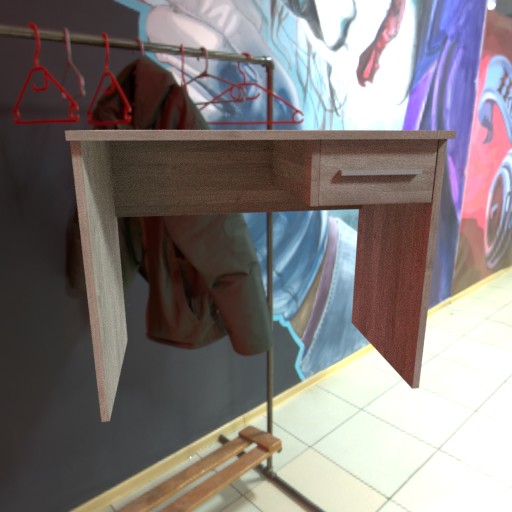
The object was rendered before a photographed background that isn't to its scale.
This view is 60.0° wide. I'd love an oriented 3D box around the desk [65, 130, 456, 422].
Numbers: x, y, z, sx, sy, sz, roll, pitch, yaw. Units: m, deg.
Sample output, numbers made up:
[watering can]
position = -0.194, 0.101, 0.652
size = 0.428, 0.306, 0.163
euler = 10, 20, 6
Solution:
[desk]
position = 0.000, 0.000, 1.328
size = 0.893, 0.724, 0.498
euler = -3, 16, -10
